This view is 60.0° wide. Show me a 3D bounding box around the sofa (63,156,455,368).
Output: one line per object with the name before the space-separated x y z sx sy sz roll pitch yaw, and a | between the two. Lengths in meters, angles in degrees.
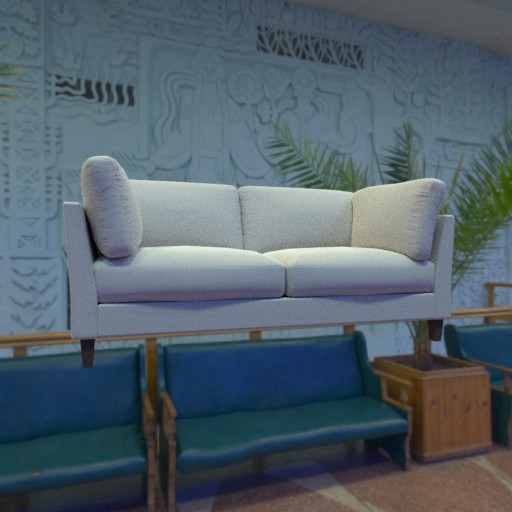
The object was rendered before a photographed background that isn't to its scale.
sofa | 0.000 0.000 2.313 1.776 0.836 0.970 0 0 -18
